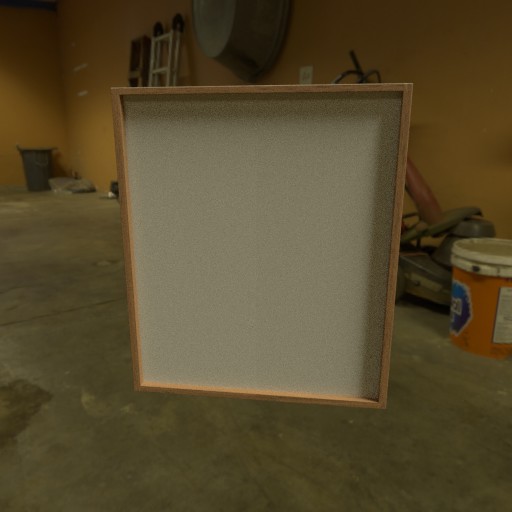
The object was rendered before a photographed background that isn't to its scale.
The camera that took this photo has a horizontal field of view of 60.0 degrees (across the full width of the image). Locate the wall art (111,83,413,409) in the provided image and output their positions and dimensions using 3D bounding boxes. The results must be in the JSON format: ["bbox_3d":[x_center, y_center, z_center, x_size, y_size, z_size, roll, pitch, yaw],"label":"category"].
[{"bbox_3d":[0.000,0.000,0.987,0.609,0.710,0.021,2,15,7],"label":"wall art"}]
